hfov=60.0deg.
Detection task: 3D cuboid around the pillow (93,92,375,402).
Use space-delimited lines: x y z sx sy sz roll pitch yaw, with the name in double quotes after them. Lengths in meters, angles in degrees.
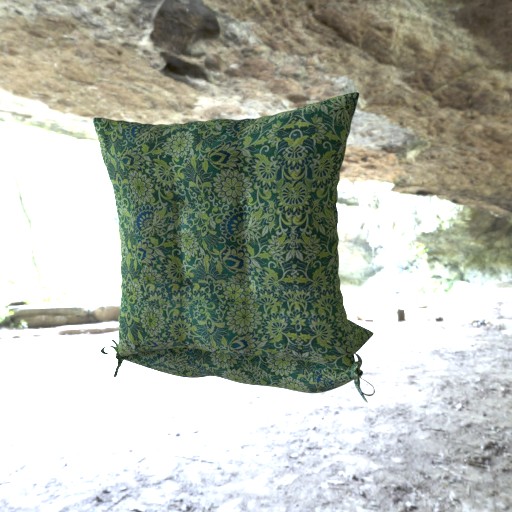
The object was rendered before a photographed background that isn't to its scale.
0.000 0.000 1.016 0.541 0.536 0.585 0 1 18 "pillow"
